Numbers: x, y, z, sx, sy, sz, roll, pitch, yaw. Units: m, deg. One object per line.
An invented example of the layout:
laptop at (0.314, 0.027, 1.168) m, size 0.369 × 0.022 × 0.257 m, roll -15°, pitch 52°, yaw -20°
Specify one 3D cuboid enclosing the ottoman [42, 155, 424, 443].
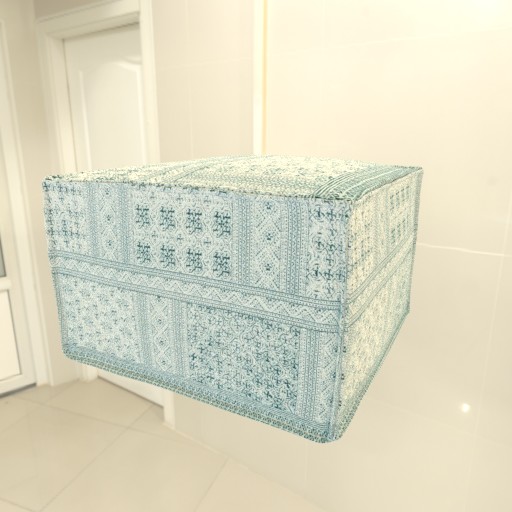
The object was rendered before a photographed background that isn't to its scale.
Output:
ottoman at (0.000, 0.000, 1.014) m, size 0.617 × 0.439 × 0.626 m, roll 8°, pitch 17°, yaw 27°
